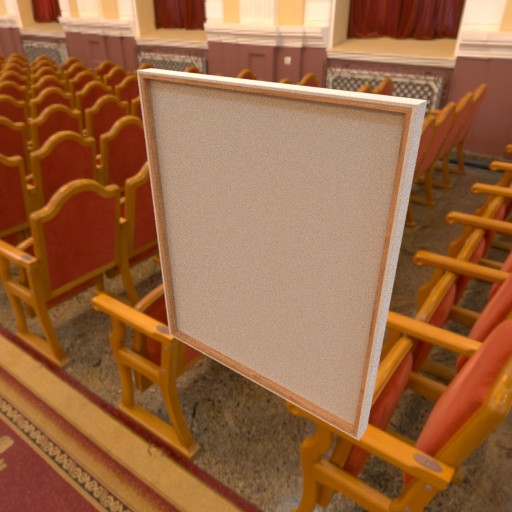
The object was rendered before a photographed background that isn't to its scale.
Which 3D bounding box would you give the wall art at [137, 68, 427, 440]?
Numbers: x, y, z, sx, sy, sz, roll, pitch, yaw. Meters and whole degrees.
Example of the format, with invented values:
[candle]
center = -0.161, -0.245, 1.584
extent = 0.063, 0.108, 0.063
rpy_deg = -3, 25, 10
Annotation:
[wall art]
center = 0.000, 0.000, 0.823
extent = 0.508, 0.606, 0.037
rpy_deg = 20, 36, 31
